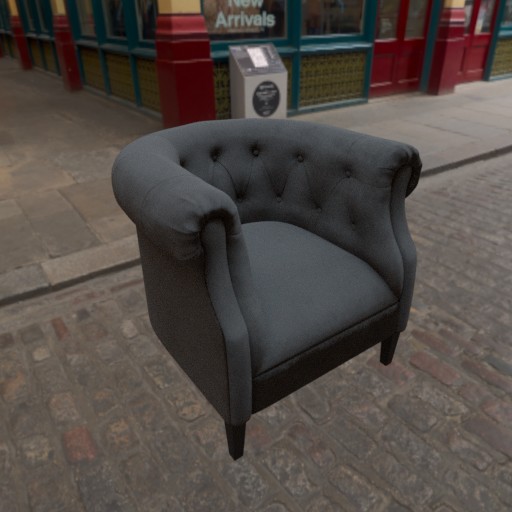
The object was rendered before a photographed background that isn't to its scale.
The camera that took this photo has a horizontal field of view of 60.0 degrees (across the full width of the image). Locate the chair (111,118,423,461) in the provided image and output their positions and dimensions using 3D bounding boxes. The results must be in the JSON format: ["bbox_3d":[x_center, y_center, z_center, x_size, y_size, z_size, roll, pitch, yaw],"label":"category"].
[{"bbox_3d":[0.000,0.000,1.590,0.904,0.826,0.851,-19,34,-31],"label":"chair"}]
